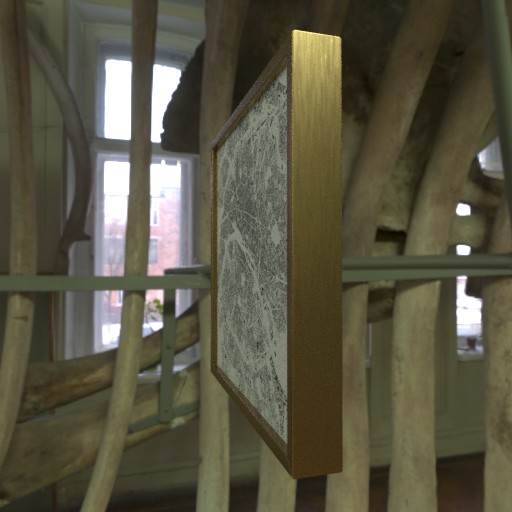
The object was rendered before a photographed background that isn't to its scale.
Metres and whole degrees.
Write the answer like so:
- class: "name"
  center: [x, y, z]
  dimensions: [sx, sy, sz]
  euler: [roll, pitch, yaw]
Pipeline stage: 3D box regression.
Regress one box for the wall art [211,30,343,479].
- class: "wall art"
  center: [0.000, 0.000, 0.451]
  dimensions: [0.037, 0.305, 0.305]
  euler: [0, -1, -16]
